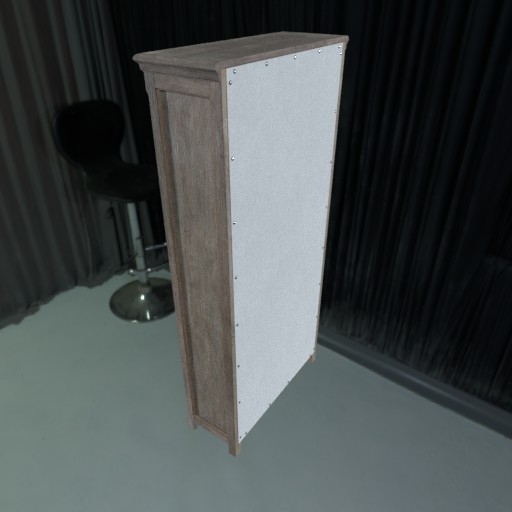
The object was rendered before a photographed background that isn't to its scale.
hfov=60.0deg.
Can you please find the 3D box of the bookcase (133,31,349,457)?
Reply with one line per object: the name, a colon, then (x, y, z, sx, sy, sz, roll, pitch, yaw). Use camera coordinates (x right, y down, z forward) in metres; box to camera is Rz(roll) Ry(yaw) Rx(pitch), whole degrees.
bookcase: (0.000, 0.000, 2.159, 0.348, 1.880, 0.906, 20, 37, 29)
